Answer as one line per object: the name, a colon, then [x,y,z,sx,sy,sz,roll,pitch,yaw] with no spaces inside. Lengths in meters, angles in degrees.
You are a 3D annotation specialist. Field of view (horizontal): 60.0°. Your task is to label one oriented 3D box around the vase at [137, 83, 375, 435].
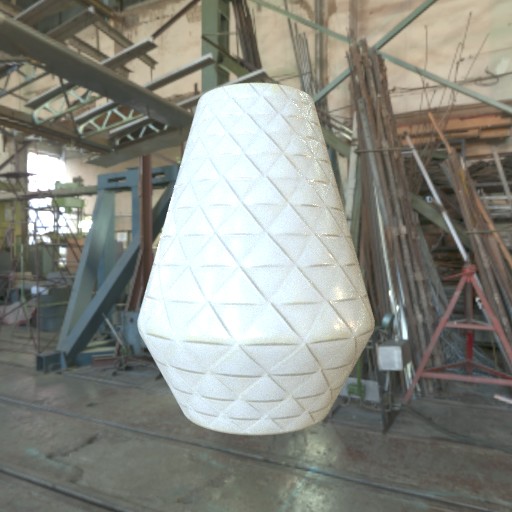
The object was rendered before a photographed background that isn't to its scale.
vase: [0.000,0.000,0.338,0.175,0.230,0.175,0,0,0]
